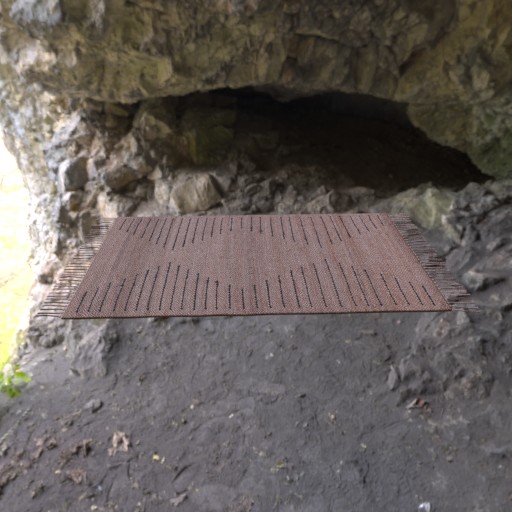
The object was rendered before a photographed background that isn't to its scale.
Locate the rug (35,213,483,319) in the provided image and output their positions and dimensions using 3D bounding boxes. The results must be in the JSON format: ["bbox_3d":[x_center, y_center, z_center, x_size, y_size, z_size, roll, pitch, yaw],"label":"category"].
[{"bbox_3d":[0.000,0.000,2.058,1.718,0.017,0.905,-1,30,-2],"label":"rug"}]
